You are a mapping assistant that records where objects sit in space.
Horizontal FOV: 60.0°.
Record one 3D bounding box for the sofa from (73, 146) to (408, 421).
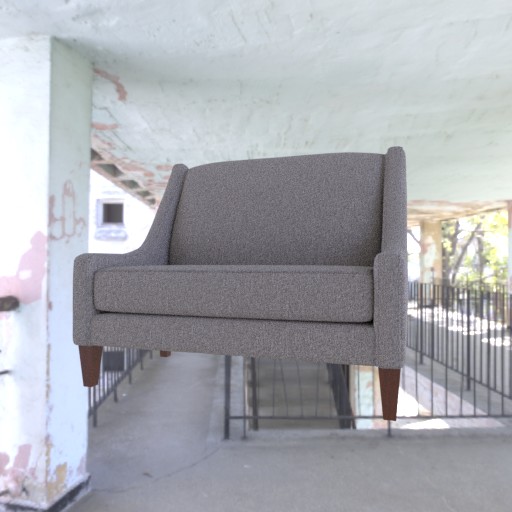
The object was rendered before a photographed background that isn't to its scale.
[{"bbox_3d":[0.000,0.000,1.913,1.242,1.026,0.862,0,-1,19],"label":"sofa"}]
